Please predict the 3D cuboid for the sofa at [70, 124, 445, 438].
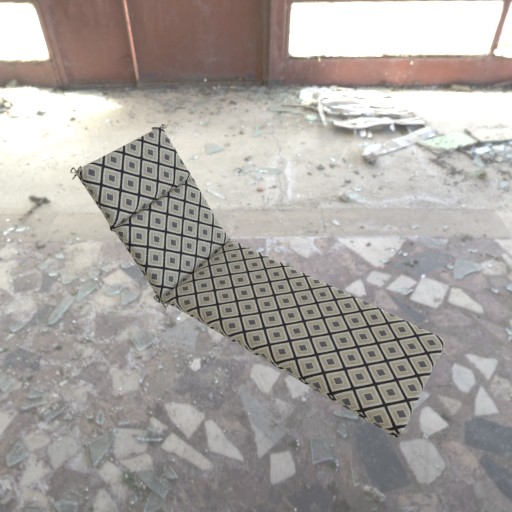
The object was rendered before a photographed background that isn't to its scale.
[{"bbox_3d":[0.000,0.000,1.956,1.663,0.622,0.582,25,48,26],"label":"sofa"}]
